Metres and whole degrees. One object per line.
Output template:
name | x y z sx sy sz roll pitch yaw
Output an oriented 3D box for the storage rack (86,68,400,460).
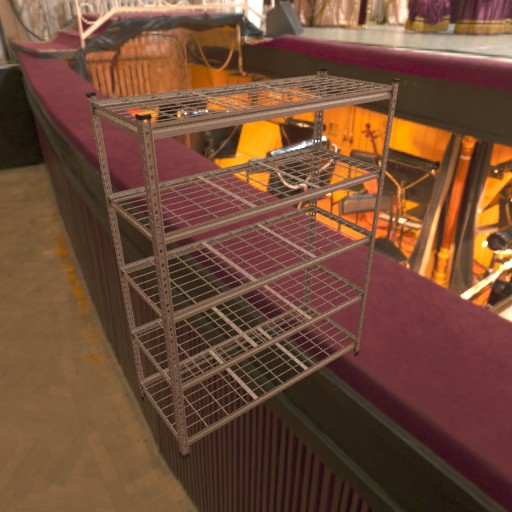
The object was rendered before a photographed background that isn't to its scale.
storage rack | 0.000 0.000 2.729 1.524 1.981 0.610 -20 35 -31
